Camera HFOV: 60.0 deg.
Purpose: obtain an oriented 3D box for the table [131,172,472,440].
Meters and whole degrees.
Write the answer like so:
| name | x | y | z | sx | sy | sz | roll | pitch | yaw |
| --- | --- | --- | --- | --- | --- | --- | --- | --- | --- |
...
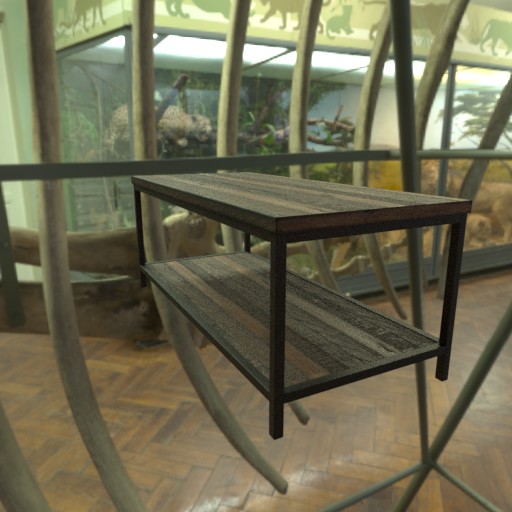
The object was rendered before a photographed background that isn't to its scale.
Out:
| name | x | y | z | sx | sy | sz | roll | pitch | yaw |
| --- | --- | --- | --- | --- | --- | --- | --- | --- | --- |
| table | 0.000 | 0.000 | 1.253 | 0.452 | 0.399 | 0.990 | -7 | 16 | -27 |
